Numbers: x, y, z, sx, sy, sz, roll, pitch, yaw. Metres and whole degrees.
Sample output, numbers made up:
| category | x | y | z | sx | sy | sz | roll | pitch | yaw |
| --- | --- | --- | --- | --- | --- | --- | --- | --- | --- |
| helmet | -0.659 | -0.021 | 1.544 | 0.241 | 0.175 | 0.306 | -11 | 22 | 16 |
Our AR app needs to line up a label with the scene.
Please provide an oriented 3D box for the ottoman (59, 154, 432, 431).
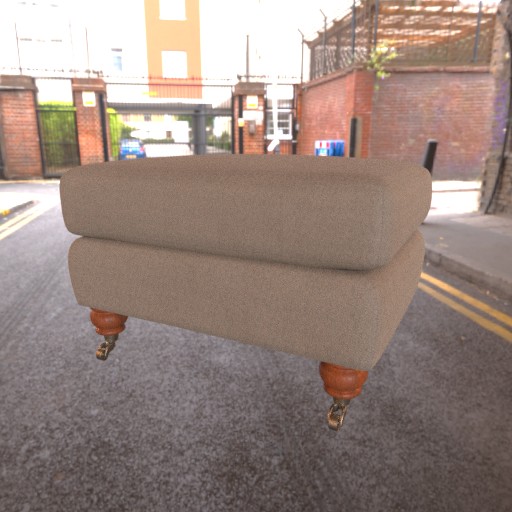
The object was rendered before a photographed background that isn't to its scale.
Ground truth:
| category | x | y | z | sx | sy | sz | roll | pitch | yaw |
| --- | --- | --- | --- | --- | --- | --- | --- | --- | --- |
| ottoman | 0.000 | 0.000 | 1.129 | 0.773 | 0.504 | 0.569 | 7 | 16 | 27 |
